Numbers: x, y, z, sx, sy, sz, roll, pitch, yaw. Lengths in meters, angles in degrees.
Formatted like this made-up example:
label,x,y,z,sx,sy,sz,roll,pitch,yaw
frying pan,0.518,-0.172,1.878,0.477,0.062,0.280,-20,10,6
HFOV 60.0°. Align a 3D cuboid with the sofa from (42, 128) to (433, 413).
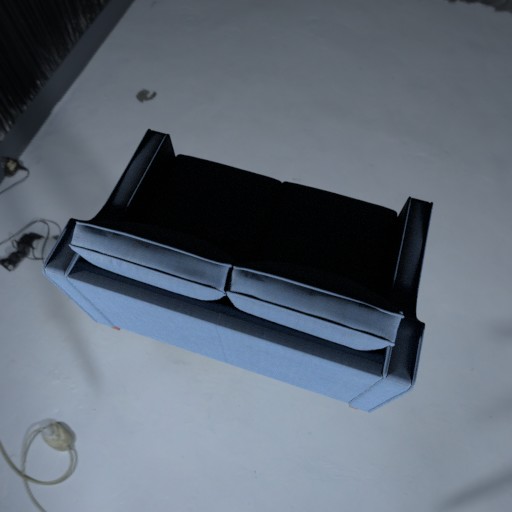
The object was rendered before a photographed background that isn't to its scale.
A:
label,x,y,z,sx,sy,sz,roll,pitch,yaw
sofa,0.000,0.000,2.181,1.501,0.971,0.987,16,65,8
